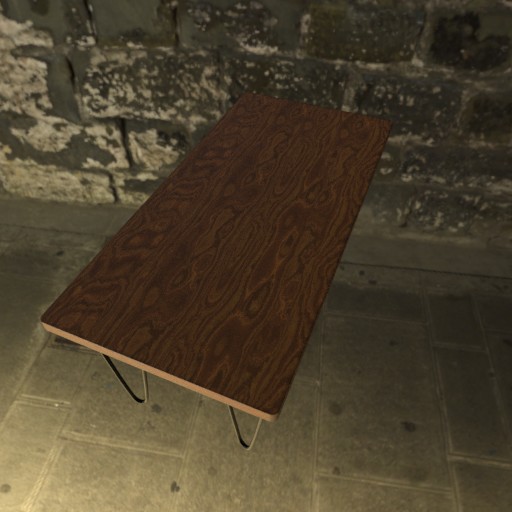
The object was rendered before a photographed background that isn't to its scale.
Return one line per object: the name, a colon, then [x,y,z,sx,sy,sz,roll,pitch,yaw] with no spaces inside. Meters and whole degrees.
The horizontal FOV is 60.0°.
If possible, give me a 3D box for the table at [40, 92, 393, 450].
table: [0.000,0.000,2.246,0.883,0.753,1.791,17,49,15]
